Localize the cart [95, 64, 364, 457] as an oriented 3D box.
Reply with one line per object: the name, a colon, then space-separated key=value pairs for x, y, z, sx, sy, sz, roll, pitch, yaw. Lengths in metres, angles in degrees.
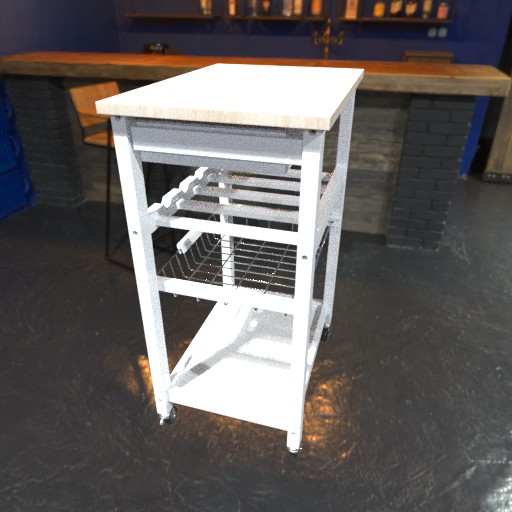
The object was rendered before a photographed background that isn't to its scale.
cart: x=0.000 y=0.000 z=1.162 sx=0.406 sy=0.857 sz=0.578 roll=9 pitch=31 yaw=15
